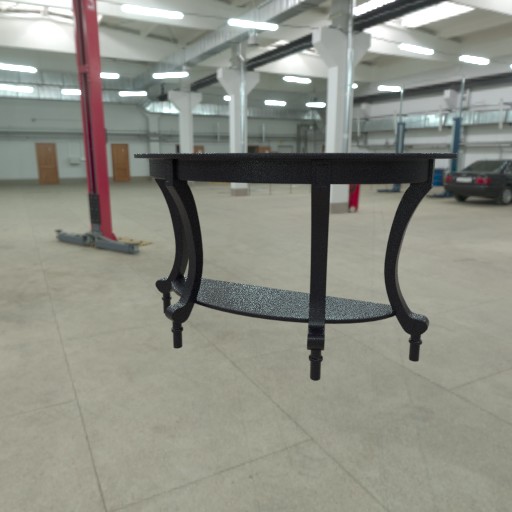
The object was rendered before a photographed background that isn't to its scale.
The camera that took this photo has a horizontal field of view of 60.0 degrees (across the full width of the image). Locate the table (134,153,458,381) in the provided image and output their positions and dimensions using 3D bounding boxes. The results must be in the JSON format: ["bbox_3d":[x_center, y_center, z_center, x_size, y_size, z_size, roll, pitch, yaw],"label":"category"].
[{"bbox_3d":[0.000,0.000,1.534,1.198,0.692,0.394,6,14,26],"label":"table"}]
